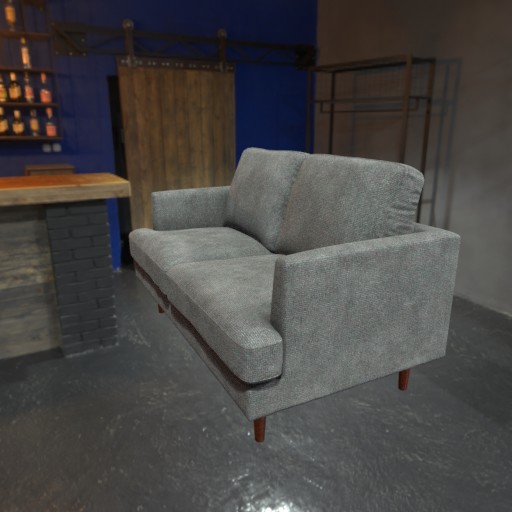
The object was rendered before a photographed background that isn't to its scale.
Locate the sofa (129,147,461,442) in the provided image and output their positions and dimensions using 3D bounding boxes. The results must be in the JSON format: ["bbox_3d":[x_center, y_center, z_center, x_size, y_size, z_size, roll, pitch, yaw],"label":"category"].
[{"bbox_3d":[0.000,0.000,2.129,0.903,0.956,1.582,-8,19,-26],"label":"sofa"}]
